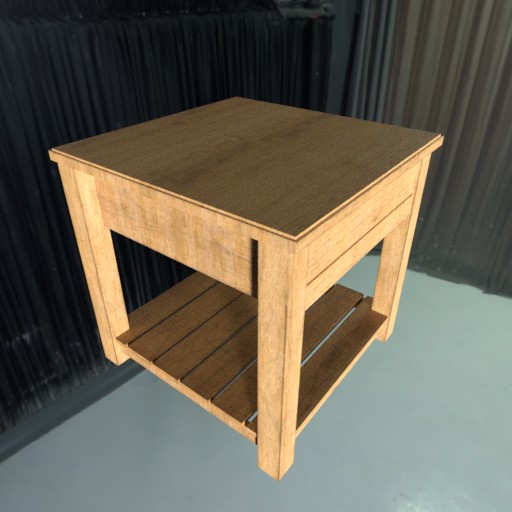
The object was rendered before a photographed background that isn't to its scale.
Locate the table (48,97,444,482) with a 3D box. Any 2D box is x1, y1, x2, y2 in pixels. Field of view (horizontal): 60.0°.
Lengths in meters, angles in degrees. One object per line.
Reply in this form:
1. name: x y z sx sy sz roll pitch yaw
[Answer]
1. table: 0.000 0.000 1.120 0.616 0.593 0.612 22 39 31
